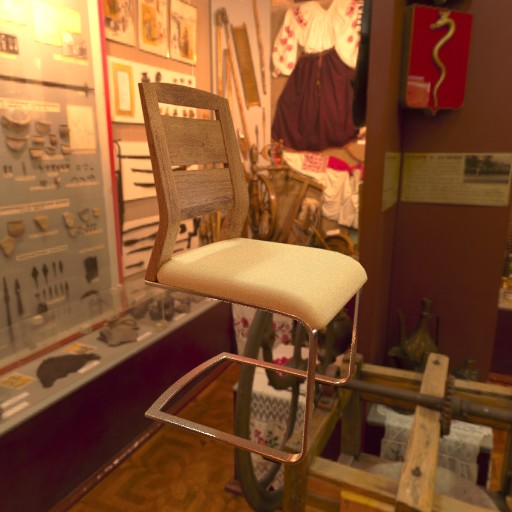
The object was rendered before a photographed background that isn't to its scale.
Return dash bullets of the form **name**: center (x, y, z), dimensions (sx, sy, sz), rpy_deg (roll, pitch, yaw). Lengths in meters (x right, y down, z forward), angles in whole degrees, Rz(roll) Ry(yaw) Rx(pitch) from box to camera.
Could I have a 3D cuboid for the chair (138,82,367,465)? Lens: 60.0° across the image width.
- **chair**: center (0.000, 0.000, 1.283), dimensions (0.561, 0.955, 0.457), rpy_deg (7, 15, 26)
